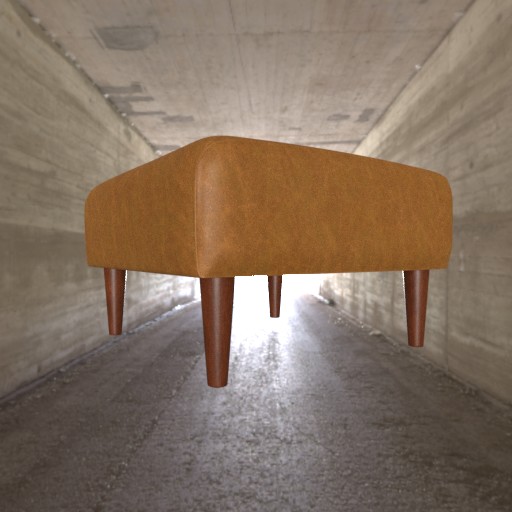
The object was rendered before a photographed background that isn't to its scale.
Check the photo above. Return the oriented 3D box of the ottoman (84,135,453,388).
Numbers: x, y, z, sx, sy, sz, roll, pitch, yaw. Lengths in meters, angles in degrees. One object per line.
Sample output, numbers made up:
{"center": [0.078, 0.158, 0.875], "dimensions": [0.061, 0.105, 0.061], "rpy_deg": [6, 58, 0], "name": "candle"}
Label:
{"center": [0.000, 0.000, 1.052], "dimensions": [0.650, 0.399, 0.650], "rpy_deg": [0, 1, -35], "name": "ottoman"}
